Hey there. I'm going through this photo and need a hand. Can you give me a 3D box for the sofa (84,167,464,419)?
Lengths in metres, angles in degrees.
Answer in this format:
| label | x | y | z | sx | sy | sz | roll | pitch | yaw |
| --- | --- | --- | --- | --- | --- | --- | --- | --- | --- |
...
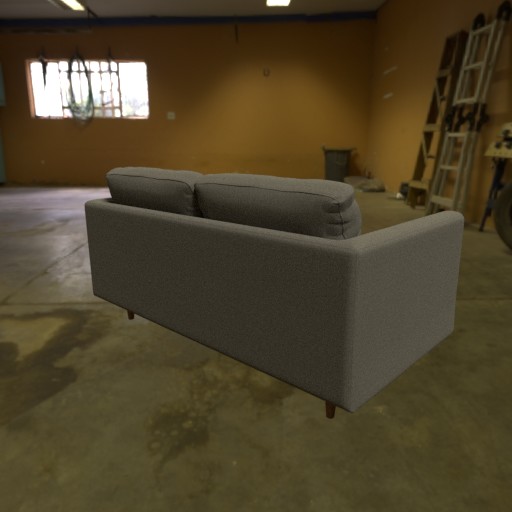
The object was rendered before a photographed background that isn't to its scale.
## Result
| label | x | y | z | sx | sy | sz | roll | pitch | yaw |
| --- | --- | --- | --- | --- | --- | --- | --- | --- | --- |
| sofa | 0.000 | 0.000 | 2.227 | 1.713 | 0.866 | 0.940 | 13 | 20 | 42 |
